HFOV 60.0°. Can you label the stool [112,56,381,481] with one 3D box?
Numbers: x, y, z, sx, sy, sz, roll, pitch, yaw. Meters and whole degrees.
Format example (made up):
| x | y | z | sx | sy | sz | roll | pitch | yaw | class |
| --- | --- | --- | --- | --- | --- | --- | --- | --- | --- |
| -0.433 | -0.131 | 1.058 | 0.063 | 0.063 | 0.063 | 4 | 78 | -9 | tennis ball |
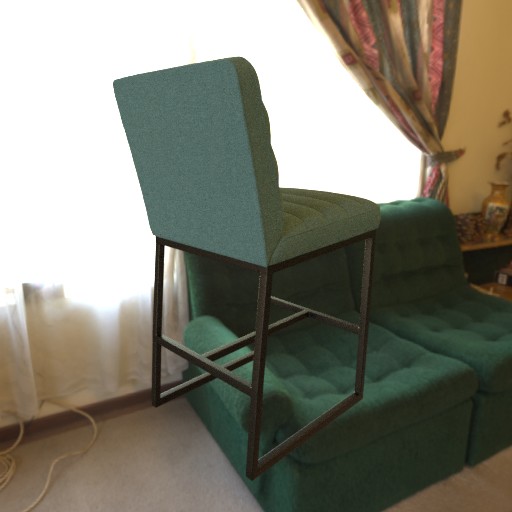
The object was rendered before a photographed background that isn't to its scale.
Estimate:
| x | y | z | sx | sy | sz | roll | pitch | yaw | class |
| --- | --- | --- | --- | --- | --- | --- | --- | --- | --- |
| 0.000 | 0.000 | 1.239 | 0.560 | 0.940 | 0.460 | -15 | 21 | -43 | stool |
